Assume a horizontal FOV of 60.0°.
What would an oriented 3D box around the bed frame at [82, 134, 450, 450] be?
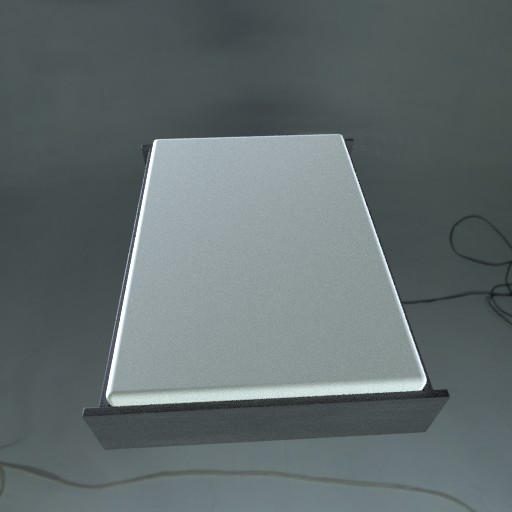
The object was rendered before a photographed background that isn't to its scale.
[{"bbox_3d":[0.000,0.000,2.561,1.490,0.432,1.950,-2,47,-2],"label":"bed frame"}]
